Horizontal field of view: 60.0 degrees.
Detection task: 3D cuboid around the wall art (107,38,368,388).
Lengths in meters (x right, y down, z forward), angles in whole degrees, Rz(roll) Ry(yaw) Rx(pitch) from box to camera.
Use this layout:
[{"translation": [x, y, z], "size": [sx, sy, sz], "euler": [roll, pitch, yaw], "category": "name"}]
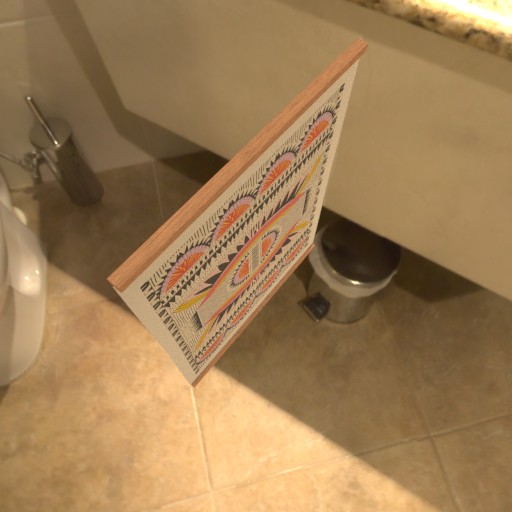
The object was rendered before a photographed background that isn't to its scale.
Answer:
[{"translation": [0.000, 0.000, 1.328], "size": [0.028, 1.016, 0.765], "euler": [36, 70, 16], "category": "wall art"}]
